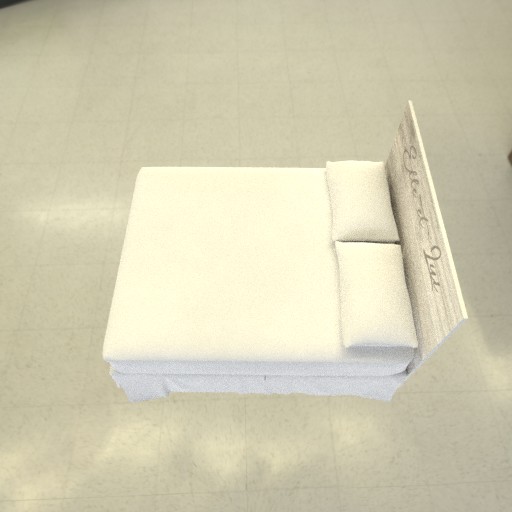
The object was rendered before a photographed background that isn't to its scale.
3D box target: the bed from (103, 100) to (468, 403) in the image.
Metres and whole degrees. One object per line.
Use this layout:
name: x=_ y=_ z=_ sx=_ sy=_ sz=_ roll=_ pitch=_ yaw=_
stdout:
bed: x=0.000 y=0.000 z=3.143 sx=2.094 sy=1.335 sz=1.745 roll=1 pitch=58 yaw=0
